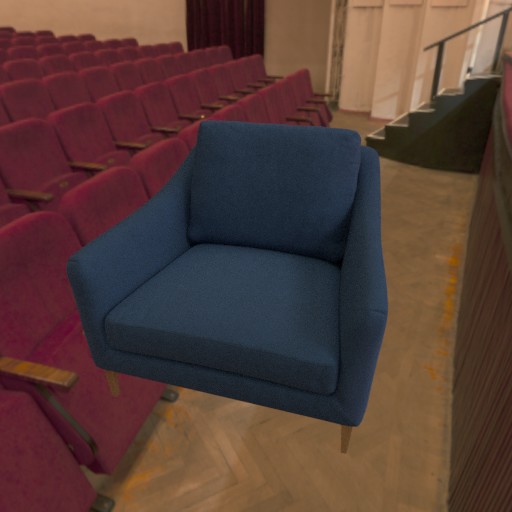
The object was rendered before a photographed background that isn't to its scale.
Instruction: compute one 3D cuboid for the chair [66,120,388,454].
[{"bbox_3d":[0.000,0.000,1.716,0.987,0.899,0.961,8,30,15],"label":"chair"}]
